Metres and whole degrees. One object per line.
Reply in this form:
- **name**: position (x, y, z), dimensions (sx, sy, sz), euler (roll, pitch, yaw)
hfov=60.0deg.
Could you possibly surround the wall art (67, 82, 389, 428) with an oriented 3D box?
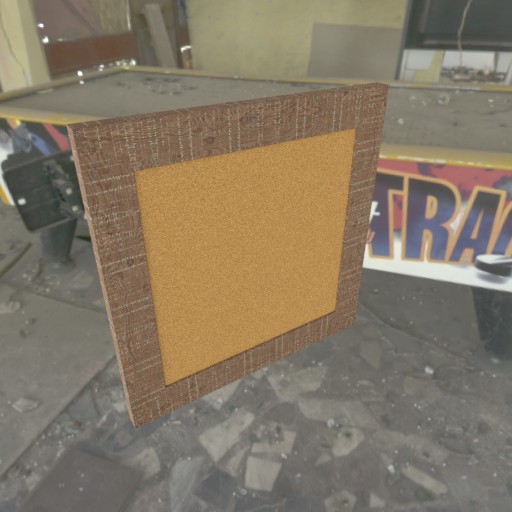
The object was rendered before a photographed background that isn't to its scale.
- **wall art**: position (0.000, 0.000, 0.788), dimensions (0.531, 0.531, 0.029), euler (-18, 35, -28)
